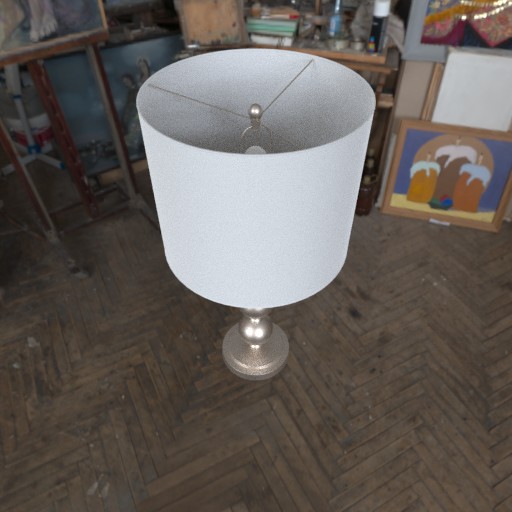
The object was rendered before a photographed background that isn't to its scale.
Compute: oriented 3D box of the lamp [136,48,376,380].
[{"bbox_3d":[0.000,0.000,0.706,0.277,0.538,0.277,-15,47,-15],"label":"lamp"}]
